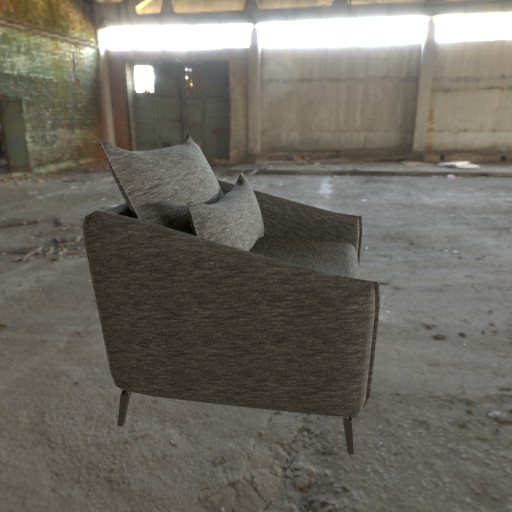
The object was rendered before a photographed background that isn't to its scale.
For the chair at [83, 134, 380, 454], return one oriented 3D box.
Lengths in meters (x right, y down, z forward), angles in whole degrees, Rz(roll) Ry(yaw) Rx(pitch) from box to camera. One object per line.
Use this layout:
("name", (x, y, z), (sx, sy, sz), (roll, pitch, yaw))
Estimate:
("chair", (0.000, 0.000, 1.626), (0.805, 0.842, 1.004), (3, 17, 9))
